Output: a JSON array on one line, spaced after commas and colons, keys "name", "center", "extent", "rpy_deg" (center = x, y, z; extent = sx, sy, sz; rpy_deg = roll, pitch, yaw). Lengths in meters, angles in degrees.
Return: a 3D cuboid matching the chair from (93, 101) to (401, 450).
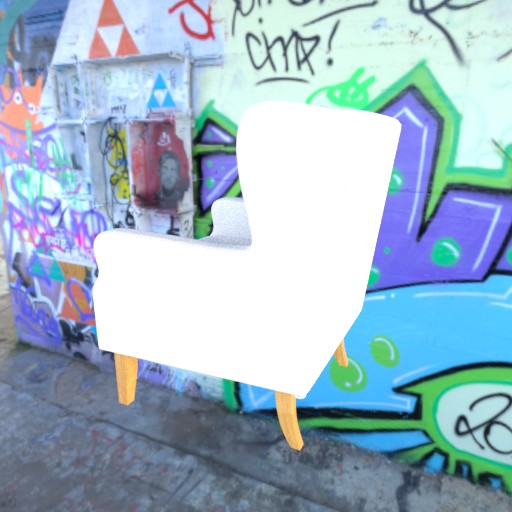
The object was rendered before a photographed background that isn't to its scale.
[{"name": "chair", "center": [0.000, 0.000, 1.458], "extent": [0.760, 0.930, 0.710], "rpy_deg": [8, 18, 25]}]
